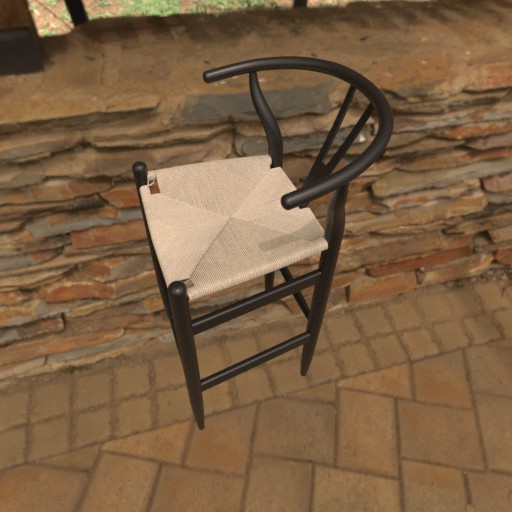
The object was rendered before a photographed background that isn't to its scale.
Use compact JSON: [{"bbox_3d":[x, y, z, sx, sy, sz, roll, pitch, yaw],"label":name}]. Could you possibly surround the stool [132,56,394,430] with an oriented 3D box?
[{"bbox_3d":[0.000,0.000,1.306,0.579,0.970,0.569,-15,49,-14],"label":"stool"}]
